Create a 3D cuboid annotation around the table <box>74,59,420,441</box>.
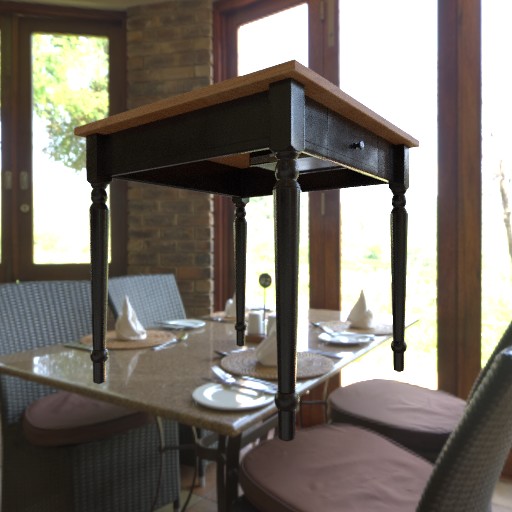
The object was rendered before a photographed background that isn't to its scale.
[{"bbox_3d":[0.000,0.000,1.347,0.747,0.738,0.747,0,0,37],"label":"table"}]
